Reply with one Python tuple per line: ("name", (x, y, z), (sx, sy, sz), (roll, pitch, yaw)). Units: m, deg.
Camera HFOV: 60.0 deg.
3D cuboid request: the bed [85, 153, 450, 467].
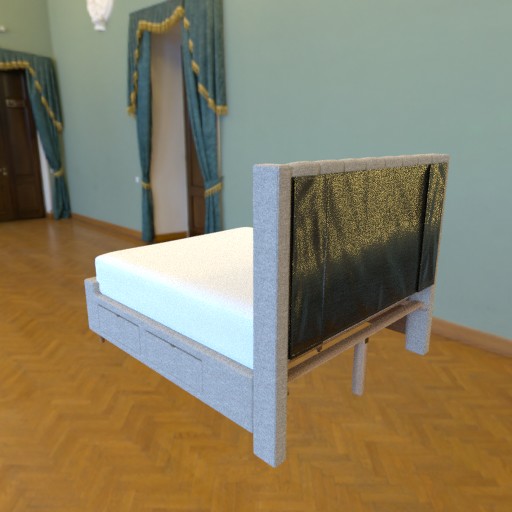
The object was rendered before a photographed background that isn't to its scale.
("bed", (0.000, 0.000, 3.843), (2.372, 1.748, 2.044), (14, 21, 43))
